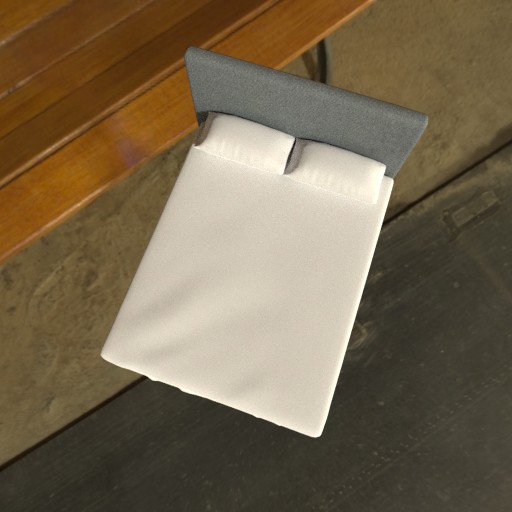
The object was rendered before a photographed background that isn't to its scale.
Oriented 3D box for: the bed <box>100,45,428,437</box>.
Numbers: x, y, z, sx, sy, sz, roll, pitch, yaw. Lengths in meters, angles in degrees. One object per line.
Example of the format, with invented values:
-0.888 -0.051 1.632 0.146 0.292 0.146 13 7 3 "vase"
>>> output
0.000 0.000 3.192 1.723 1.330 2.142 19 74 5 "bed"
